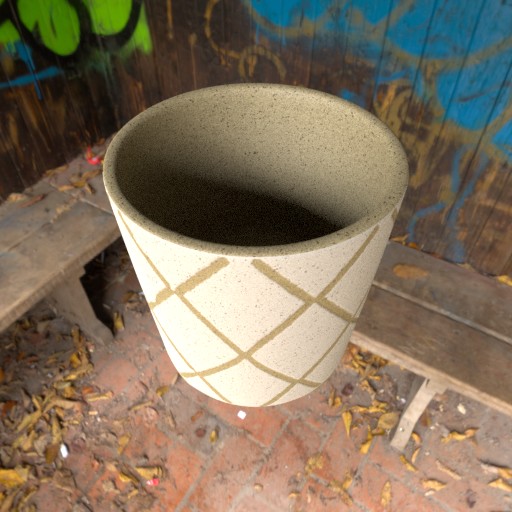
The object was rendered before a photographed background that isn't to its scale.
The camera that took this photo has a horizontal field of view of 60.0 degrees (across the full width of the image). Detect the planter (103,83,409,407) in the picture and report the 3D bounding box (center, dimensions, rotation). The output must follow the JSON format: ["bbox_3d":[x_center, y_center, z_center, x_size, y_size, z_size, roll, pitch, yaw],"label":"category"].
[{"bbox_3d":[0.000,0.000,0.421,0.228,0.235,0.228,0,46,0],"label":"planter"}]
